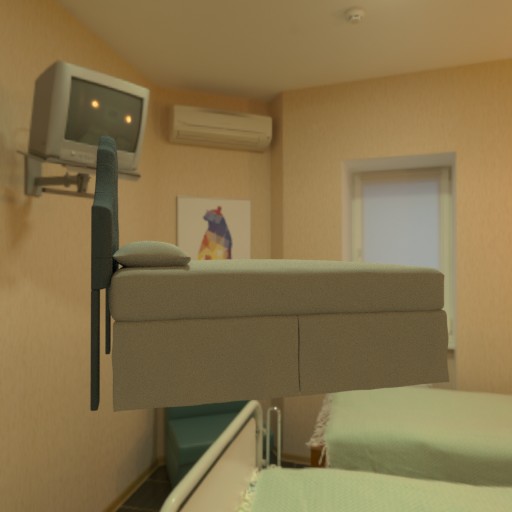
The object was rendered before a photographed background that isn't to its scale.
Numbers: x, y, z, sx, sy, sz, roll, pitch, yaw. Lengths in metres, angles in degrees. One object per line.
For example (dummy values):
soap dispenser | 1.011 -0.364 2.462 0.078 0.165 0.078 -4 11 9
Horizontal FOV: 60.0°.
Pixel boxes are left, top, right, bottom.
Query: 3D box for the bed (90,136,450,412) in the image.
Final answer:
bed | 0.000 0.000 3.251 2.155 1.575 1.636 0 -1 -16
